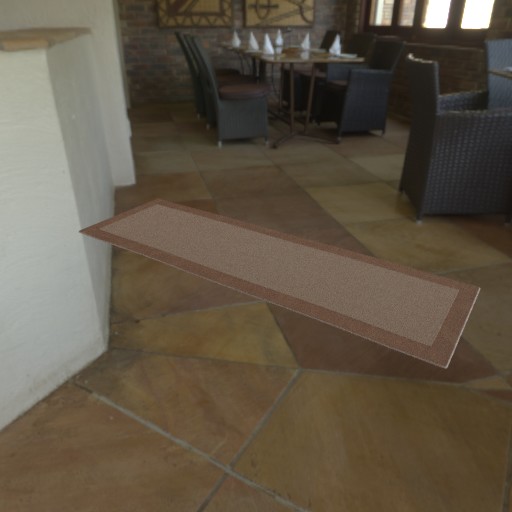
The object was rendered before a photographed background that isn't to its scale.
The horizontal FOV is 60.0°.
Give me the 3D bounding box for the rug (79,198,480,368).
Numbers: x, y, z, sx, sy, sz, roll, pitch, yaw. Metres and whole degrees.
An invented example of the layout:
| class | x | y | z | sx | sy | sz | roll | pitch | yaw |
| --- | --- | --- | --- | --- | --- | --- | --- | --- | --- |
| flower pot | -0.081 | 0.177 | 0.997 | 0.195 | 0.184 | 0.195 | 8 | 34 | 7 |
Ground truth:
| class | x | y | z | sx | sy | sz | roll | pitch | yaw |
| --- | --- | --- | --- | --- | --- | --- | --- | --- | --- |
| rug | 0.000 | 0.000 | 2.725 | 2.430 | 0.012 | 0.767 | 18 | 33 | 29 |
